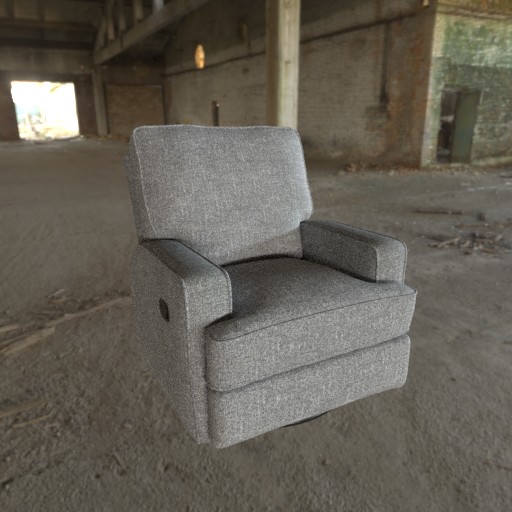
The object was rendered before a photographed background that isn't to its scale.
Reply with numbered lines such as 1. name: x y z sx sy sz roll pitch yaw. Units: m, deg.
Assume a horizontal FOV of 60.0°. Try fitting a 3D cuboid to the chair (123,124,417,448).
1. chair: 0.000 0.000 1.701 0.861 0.962 0.964 -9 20 -27
